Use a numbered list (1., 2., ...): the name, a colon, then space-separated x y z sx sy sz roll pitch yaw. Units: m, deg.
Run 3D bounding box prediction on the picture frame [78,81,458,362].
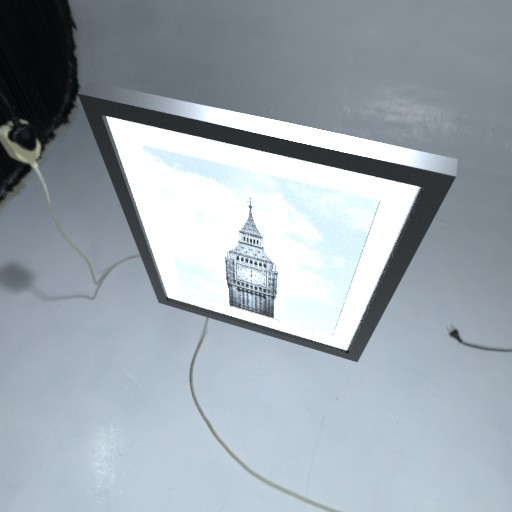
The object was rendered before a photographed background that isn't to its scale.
1. picture frame: 0.000 0.000 0.753 0.460 0.556 0.028 15 57 10
